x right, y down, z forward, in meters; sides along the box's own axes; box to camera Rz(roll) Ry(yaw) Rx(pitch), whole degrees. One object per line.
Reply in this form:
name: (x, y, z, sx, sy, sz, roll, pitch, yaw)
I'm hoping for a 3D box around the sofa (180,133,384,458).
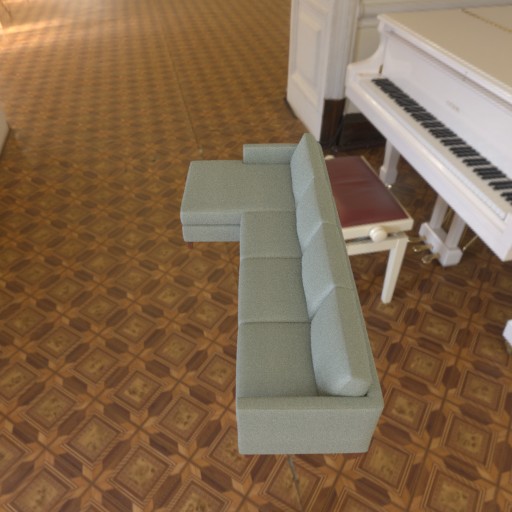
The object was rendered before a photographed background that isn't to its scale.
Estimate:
sofa: (0.000, 0.000, 4.189, 1.600, 0.953, 3.470, 0, 42, 0)
